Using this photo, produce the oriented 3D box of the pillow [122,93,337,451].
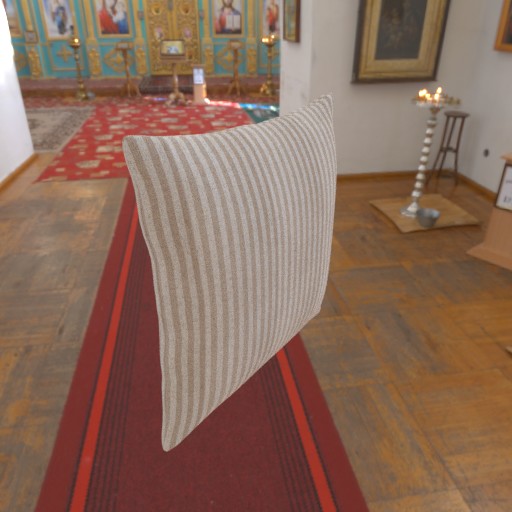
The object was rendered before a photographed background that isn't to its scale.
[{"bbox_3d":[0.000,0.000,0.802,0.166,0.510,0.523,18,32,31],"label":"pillow"}]
